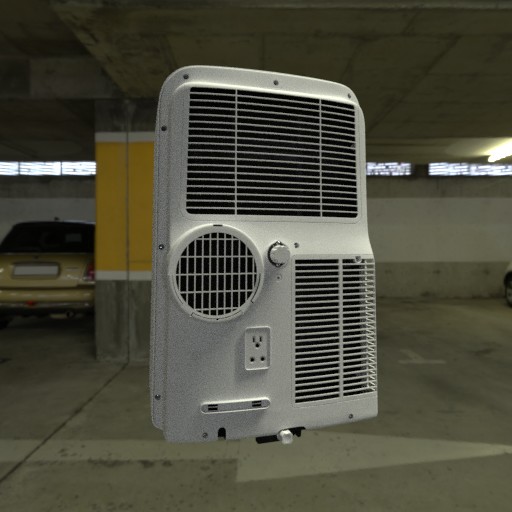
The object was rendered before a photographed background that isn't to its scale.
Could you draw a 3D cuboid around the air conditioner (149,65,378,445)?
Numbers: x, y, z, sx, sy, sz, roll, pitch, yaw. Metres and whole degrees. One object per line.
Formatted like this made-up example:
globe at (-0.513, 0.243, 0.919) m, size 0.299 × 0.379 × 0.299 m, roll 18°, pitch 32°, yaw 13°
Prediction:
air conditioner at (0.000, 0.000, 0.956) m, size 0.454 × 0.700 × 0.365 m, roll 0°, pitch 1°, yaw -18°
